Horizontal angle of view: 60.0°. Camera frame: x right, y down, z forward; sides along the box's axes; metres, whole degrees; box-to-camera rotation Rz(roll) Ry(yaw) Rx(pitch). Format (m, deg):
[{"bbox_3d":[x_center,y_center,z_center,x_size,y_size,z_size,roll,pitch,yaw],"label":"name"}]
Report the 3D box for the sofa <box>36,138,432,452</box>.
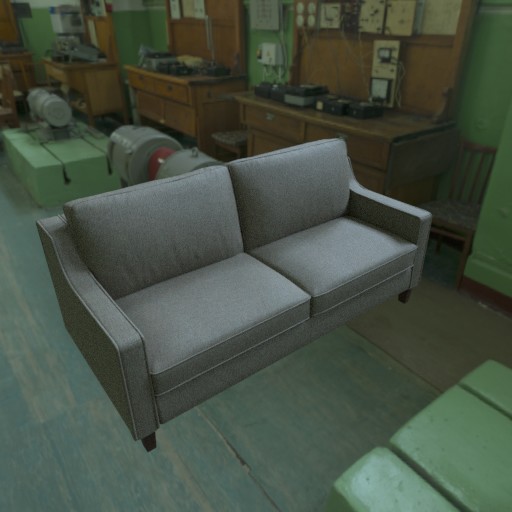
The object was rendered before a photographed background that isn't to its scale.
[{"bbox_3d":[0.000,0.000,2.764,2.181,1.074,1.073,-21,35,-32],"label":"sofa"}]
